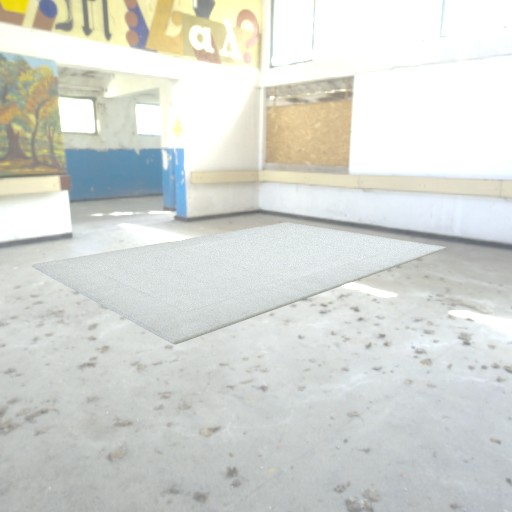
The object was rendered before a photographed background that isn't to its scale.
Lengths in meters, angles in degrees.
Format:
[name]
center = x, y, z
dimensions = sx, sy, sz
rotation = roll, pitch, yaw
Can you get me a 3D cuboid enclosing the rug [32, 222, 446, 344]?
[rug]
center = 0.000, 0.000, 2.319
dimensions = 1.829, 0.013, 1.219
rotation = -13, 19, -42
